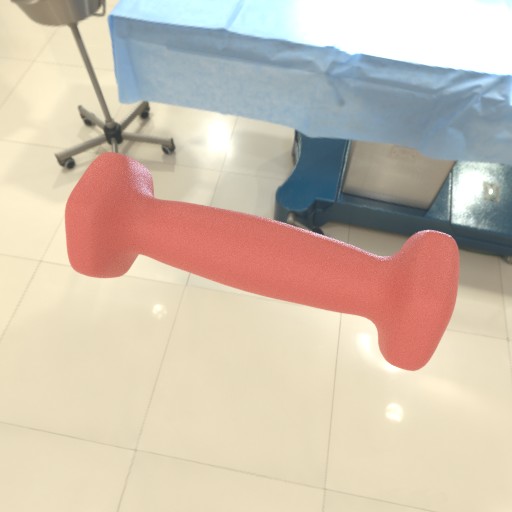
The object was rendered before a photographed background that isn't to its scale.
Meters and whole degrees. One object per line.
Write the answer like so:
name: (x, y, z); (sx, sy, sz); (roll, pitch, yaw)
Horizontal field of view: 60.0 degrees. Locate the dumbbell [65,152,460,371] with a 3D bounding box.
dumbbell: (0.000, 0.000, 0.148); (0.123, 0.043, 0.047); (15, 60, 9)
